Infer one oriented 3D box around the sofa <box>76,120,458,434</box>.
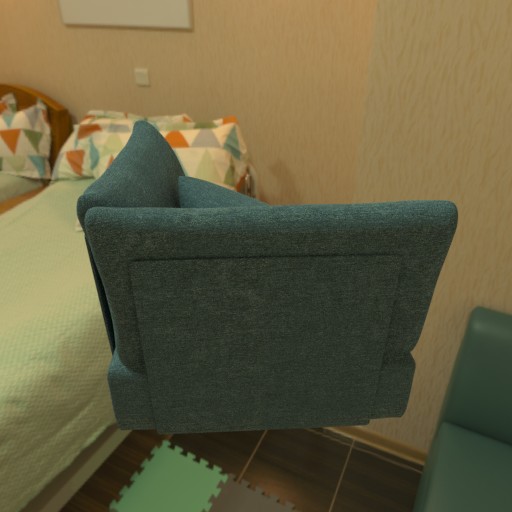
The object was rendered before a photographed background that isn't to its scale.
[{"bbox_3d":[0.000,0.000,1.689,1.000,0.820,1.000,-1,30,-3],"label":"sofa"}]
